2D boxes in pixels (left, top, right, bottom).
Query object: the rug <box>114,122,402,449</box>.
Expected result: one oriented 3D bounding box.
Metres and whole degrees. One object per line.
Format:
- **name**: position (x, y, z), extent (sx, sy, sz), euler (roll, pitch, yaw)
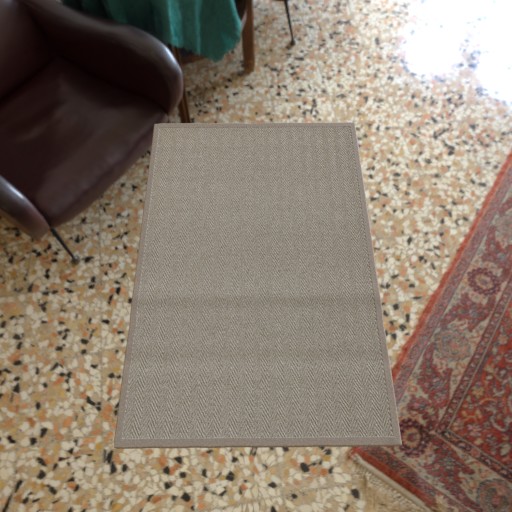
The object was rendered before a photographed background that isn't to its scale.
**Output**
- **rug**: position (0.000, 0.000, 2.881), extent (1.540, 0.021, 2.290), euler (0, 63, 0)
